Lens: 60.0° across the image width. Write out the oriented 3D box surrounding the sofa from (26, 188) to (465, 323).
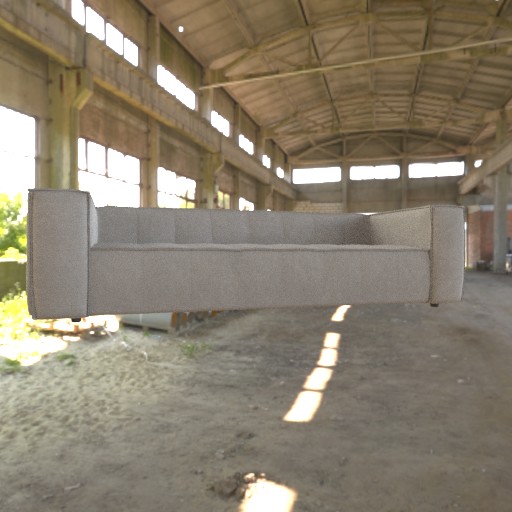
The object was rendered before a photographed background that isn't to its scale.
[{"bbox_3d":[0.000,0.000,3.013,2.697,0.680,1.038,0,0,-18],"label":"sofa"}]
